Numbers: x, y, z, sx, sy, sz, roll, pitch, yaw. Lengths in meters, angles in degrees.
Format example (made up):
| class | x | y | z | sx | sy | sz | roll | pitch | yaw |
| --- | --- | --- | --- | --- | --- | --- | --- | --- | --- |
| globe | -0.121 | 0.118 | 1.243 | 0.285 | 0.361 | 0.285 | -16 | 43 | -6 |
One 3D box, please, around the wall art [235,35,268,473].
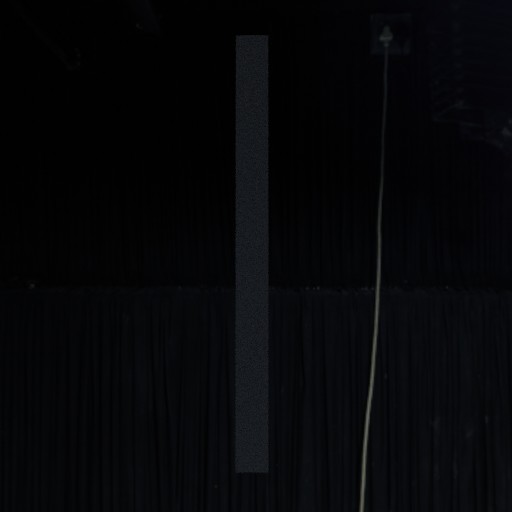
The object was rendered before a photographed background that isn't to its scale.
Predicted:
| class | x | y | z | sx | sy | sz | roll | pitch | yaw |
| --- | --- | --- | --- | --- | --- | --- | --- | --- | --- |
| wall art | 0.000 | 0.000 | 0.766 | 0.038 | 0.506 | 0.506 | 0 | -1 | 1 |
